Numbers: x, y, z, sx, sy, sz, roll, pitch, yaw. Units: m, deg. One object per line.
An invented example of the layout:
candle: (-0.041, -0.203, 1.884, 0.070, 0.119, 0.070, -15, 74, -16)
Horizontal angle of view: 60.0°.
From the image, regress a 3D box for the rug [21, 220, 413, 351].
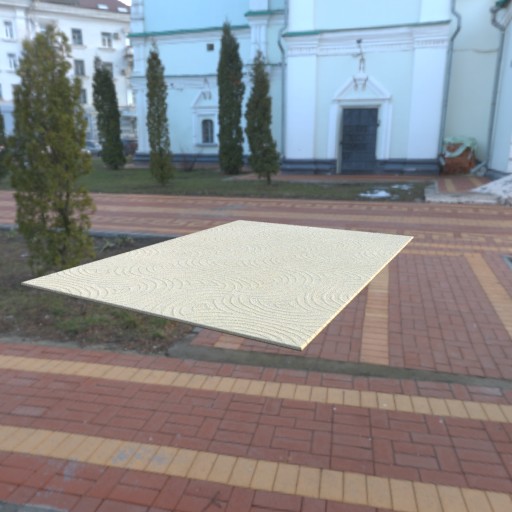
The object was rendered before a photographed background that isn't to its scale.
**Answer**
rug: (0.000, 0.000, 2.774, 1.526, 0.015, 2.132, 8, 16, 28)
